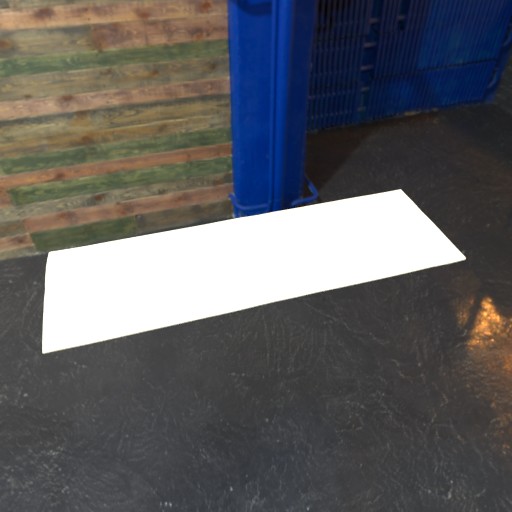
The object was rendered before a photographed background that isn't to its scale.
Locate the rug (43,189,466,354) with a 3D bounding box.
[{"bbox_3d":[0.000,0.000,2.713,2.450,0.014,0.793,-11,43,-12],"label":"rug"}]
